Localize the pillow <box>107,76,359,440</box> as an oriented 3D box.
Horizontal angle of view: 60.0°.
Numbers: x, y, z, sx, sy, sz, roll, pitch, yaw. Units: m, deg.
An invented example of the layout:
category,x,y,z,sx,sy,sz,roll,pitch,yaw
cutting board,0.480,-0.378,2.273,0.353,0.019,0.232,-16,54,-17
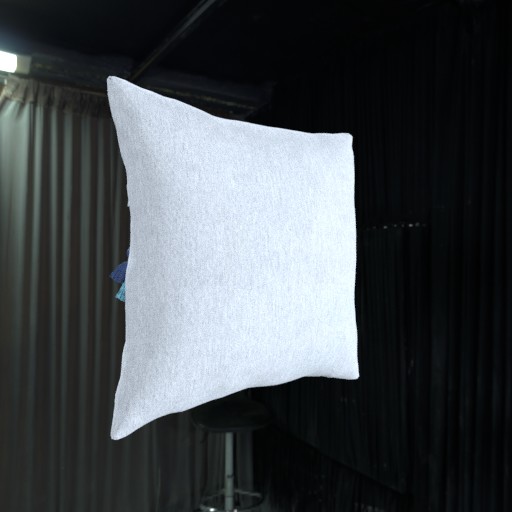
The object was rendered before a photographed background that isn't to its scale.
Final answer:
category,x,y,z,sx,sy,sz,roll,pitch,yaw
pillow,0.000,0.000,0.656,0.433,0.436,0.173,0,0,-36
